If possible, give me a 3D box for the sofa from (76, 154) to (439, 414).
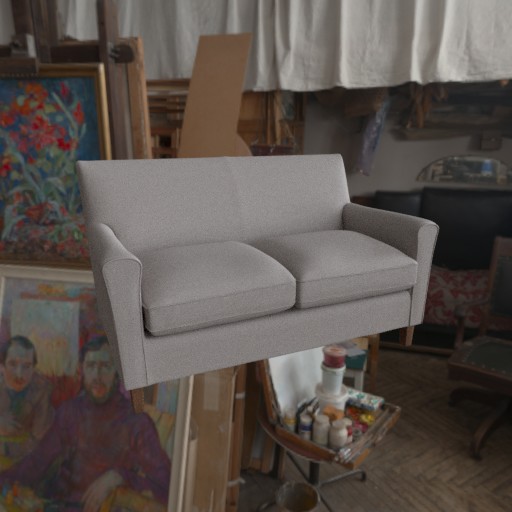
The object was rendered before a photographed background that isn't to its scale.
[{"bbox_3d":[0.000,0.000,2.125,1.482,0.890,0.888,-7,17,-23],"label":"sofa"}]
